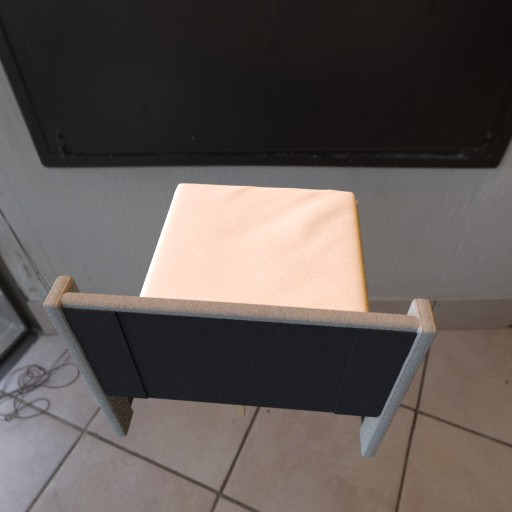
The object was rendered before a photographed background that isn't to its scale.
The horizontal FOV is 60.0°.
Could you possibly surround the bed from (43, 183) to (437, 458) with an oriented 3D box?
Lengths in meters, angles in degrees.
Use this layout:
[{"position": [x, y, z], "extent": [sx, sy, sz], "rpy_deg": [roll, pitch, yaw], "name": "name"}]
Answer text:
[{"position": [0.000, 0.000, 3.265], "extent": [1.774, 1.491, 2.222], "rpy_deg": [3, 46, 3], "name": "bed"}]
